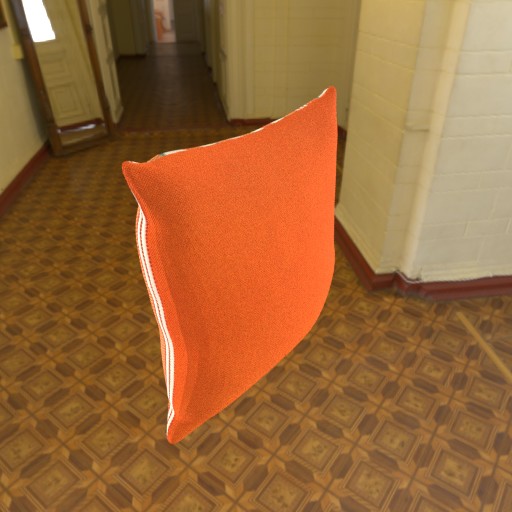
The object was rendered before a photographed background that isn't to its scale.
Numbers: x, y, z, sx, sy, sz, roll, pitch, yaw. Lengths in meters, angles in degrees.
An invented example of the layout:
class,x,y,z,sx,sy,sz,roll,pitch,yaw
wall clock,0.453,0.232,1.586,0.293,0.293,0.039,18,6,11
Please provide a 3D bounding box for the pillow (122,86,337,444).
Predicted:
class,x,y,z,sx,sy,sz,roll,pitch,yaw
pillow,0.000,0.000,0.689,0.182,0.441,0.440,21,38,31
